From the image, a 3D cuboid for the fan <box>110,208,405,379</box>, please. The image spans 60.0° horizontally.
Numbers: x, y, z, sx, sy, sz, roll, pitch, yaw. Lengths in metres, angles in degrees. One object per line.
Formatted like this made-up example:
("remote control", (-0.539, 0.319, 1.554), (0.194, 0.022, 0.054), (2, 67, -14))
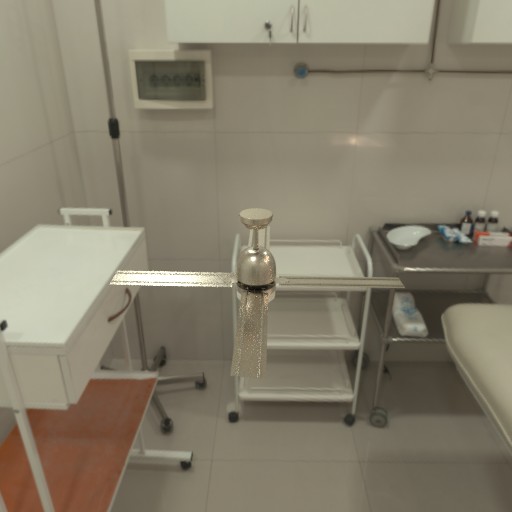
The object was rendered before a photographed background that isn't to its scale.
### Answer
("fan", (0.000, 0.000, 2.012), (1.346, 0.406, 1.346), (0, 25, 1))
